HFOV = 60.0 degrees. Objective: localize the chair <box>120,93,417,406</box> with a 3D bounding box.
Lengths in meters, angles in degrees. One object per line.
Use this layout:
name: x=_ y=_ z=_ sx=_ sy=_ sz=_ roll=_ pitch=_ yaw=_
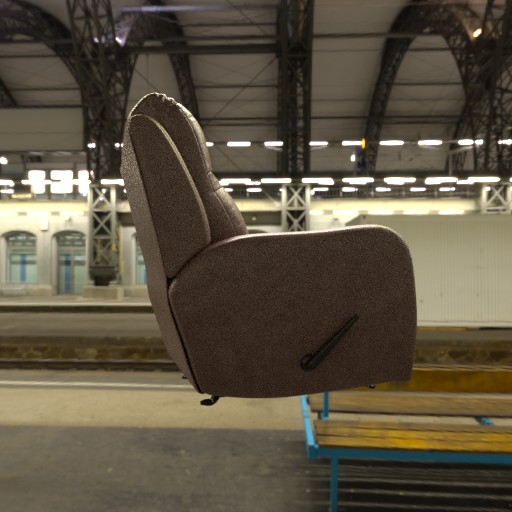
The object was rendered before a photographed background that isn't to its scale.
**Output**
chair: x=0.000 y=0.000 z=1.847 sx=1.067 sy=1.067 sz=0.865 roll=0 pitch=-1 yaw=-19
